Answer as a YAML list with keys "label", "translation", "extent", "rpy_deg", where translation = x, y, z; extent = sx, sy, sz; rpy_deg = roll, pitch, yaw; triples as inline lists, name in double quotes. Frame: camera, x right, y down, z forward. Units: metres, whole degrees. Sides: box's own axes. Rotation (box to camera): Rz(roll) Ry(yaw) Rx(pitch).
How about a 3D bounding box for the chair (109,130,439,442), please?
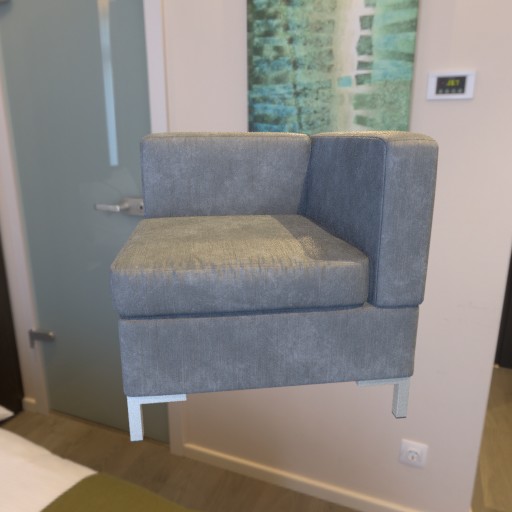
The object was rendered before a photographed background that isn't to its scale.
- label: "chair"
  translation: [0.000, 0.000, 1.217]
  extent: [0.680, 0.660, 0.680]
  rpy_deg: [-2, 15, -8]
